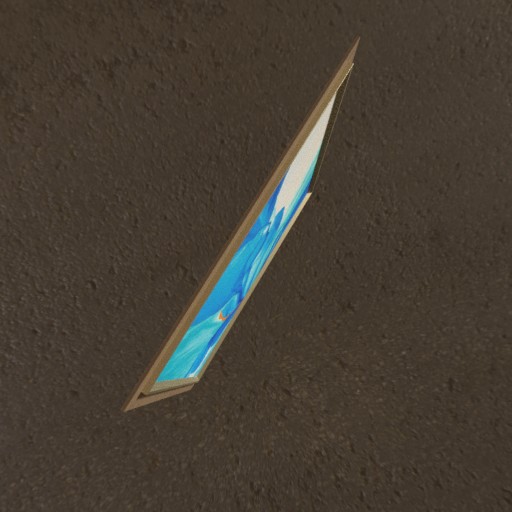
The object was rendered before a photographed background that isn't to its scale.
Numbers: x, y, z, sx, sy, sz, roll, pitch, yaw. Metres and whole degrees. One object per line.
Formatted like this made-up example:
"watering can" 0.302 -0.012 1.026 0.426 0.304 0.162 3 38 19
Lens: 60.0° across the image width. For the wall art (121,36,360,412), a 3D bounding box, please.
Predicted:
"wall art" 0.000 0.000 1.648 0.025 1.067 1.168 30 78 7
